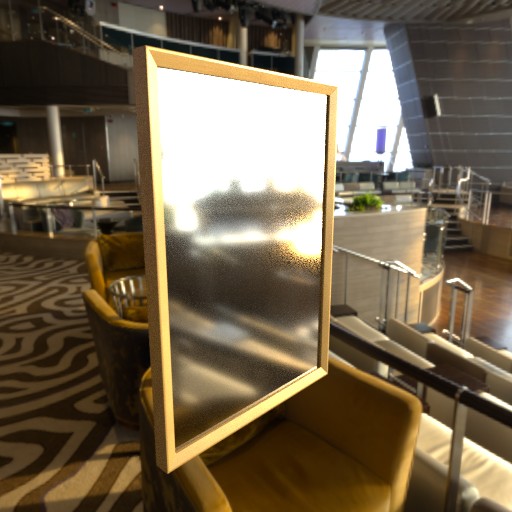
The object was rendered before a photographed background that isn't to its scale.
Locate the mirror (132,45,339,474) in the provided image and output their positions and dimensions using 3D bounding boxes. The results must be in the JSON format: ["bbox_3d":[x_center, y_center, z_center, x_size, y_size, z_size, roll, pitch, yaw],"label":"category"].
[{"bbox_3d":[0.000,0.000,0.907,0.039,0.710,0.507,12,17,42],"label":"mirror"}]
